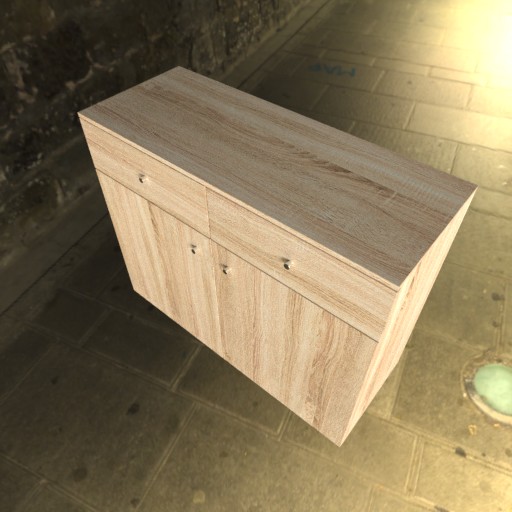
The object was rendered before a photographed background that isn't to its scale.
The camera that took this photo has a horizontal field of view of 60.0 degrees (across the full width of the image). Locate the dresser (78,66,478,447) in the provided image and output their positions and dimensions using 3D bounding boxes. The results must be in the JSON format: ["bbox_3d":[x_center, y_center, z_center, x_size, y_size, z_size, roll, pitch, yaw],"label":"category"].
[{"bbox_3d":[0.000,0.000,1.577,1.100,0.900,0.450,31,54,26],"label":"dresser"}]
